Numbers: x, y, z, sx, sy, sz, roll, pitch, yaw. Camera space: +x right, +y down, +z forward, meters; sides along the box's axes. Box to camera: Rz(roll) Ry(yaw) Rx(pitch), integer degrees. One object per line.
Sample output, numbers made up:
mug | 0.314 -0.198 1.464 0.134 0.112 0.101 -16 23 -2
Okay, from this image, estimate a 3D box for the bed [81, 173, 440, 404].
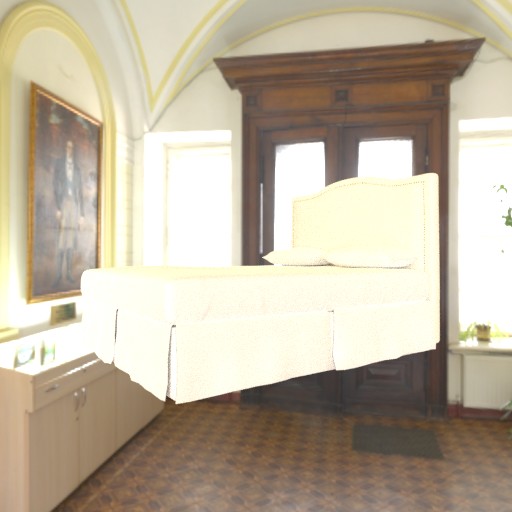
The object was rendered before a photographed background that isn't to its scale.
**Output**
bed | 0.000 0.000 3.473 2.282 1.436 1.821 0 0 -35
